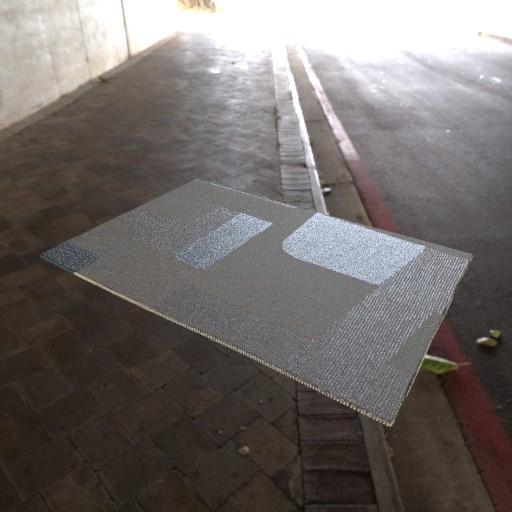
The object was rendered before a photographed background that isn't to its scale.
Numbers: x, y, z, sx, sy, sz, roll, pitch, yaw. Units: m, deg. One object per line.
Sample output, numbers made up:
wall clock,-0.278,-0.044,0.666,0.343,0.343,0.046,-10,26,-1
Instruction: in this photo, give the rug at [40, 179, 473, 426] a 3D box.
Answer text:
rug,0.000,0.000,2.264,1.847,0.020,1.238,19,37,28
